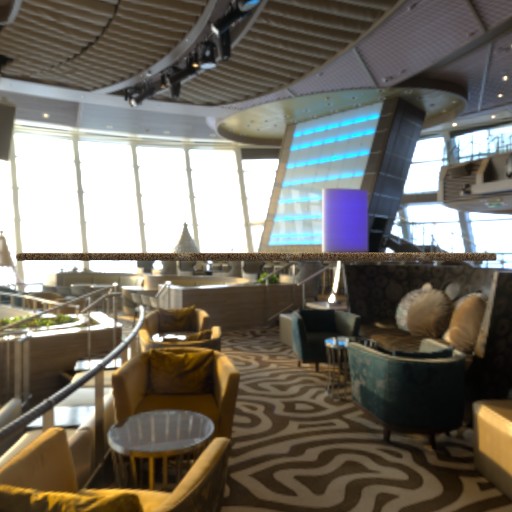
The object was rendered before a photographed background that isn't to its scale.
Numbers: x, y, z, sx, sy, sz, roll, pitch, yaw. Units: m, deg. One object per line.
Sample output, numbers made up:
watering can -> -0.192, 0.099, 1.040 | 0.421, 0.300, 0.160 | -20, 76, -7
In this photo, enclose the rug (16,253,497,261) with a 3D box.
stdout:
rug -> 0.000, 0.000, 2.234 | 1.778, 0.030, 1.219 | 0, 0, -1
